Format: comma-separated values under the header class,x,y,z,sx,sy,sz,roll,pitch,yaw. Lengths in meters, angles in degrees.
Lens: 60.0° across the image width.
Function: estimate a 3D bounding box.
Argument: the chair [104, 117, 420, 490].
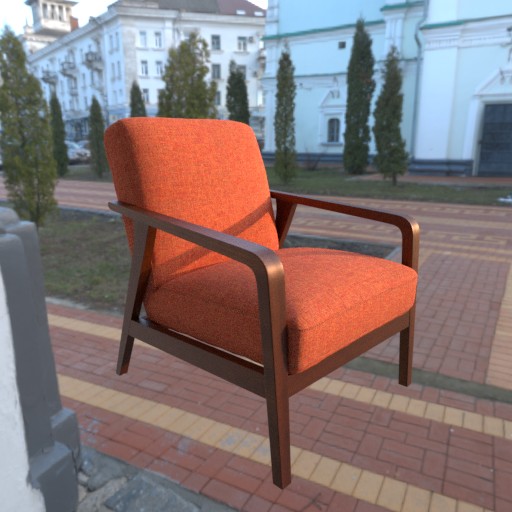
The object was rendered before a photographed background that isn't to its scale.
class,x,y,z,sx,sy,sz,roll,pitch,yaw
chair,0.000,0.000,1.458,0.860,0.890,0.719,14,20,43
